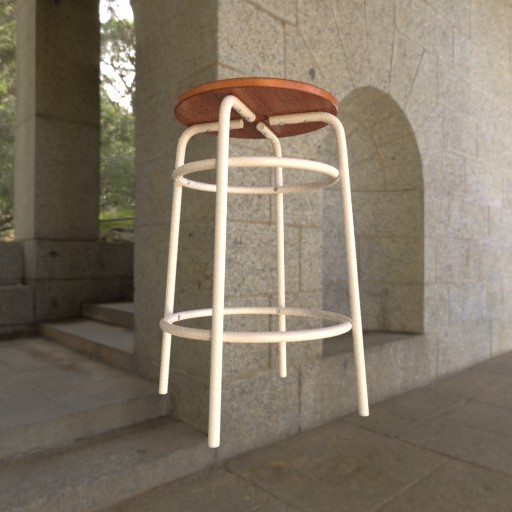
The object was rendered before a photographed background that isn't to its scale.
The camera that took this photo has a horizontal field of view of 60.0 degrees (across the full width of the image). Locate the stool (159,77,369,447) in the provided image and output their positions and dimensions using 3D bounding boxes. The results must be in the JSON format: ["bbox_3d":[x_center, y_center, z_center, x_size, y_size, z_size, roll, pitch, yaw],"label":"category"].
[{"bbox_3d":[0.000,0.000,0.921,0.455,0.610,0.455,0,0,18],"label":"stool"}]
